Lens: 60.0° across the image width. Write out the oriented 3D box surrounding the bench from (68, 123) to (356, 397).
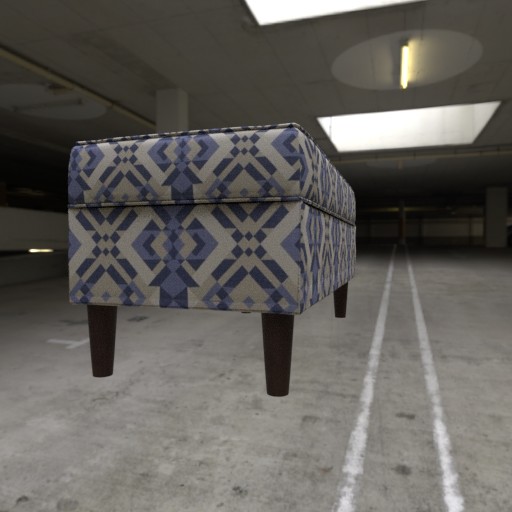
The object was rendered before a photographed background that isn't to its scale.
[{"bbox_3d":[0.000,0.000,1.289,0.492,0.477,1.016,0,1,18],"label":"bench"}]
